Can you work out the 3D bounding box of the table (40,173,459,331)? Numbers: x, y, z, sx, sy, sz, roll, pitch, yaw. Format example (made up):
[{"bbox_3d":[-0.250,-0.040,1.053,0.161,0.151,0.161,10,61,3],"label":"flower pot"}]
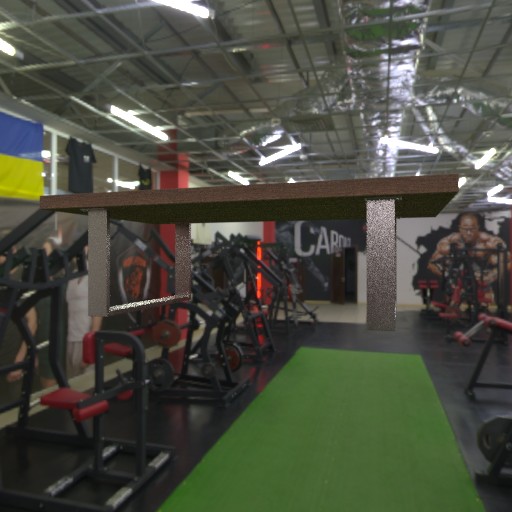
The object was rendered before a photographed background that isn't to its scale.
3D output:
[{"bbox_3d":[0.000,0.000,1.780,1.400,0.440,0.800,0,0,18],"label":"table"}]
